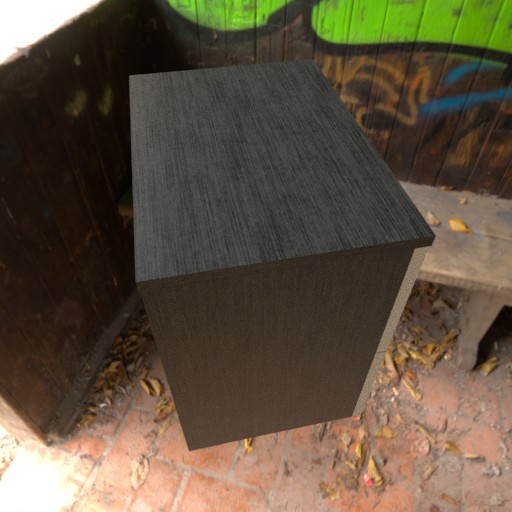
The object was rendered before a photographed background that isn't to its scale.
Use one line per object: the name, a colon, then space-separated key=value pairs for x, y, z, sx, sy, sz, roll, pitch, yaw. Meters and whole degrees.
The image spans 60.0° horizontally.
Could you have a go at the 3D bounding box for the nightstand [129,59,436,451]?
nightstand: x=0.000 y=0.000 z=0.758 sx=0.325 sy=0.460 sz=0.441 roll=-9 pitch=48 yaw=-8
